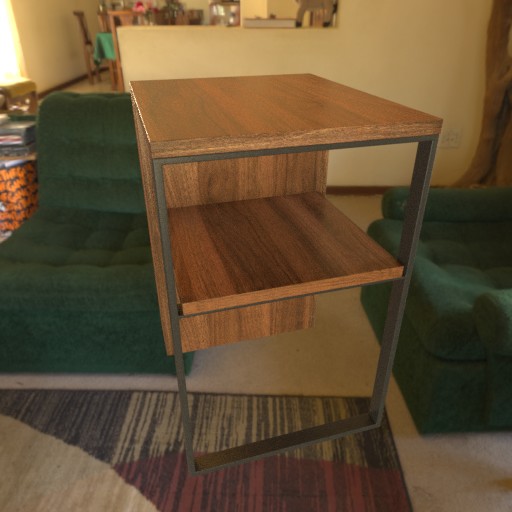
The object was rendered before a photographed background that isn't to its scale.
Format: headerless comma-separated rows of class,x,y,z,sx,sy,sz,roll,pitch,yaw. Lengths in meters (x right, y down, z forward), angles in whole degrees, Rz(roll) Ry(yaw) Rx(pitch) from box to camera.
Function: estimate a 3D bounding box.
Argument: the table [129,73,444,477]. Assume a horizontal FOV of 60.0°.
table,0.000,0.000,1.513,0.660,1.041,0.786,-8,31,-14
